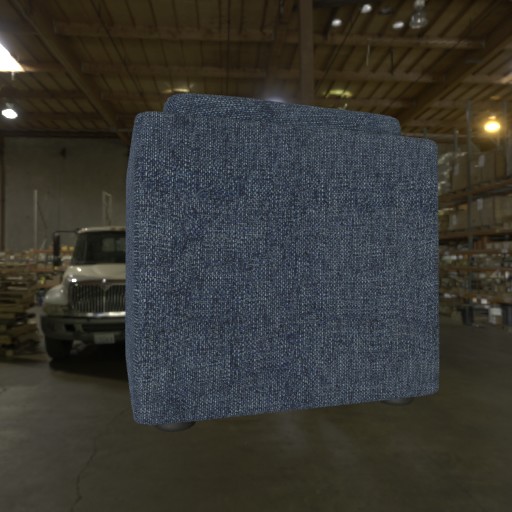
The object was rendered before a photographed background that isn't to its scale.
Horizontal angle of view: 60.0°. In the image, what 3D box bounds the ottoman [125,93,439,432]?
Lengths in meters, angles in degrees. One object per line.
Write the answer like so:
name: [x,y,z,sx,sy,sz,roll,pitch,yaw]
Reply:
ottoman: [0.000,0.000,0.812,0.450,0.460,0.450,0,-1,-18]
